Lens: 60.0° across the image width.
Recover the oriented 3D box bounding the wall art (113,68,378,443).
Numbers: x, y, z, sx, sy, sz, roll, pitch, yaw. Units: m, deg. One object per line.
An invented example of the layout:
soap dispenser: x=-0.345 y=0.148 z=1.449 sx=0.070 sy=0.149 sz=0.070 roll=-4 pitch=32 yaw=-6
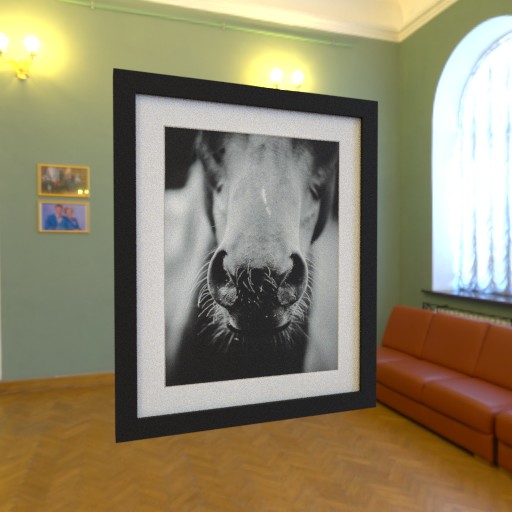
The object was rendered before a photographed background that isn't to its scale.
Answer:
wall art: x=0.000 y=0.000 z=0.750 sx=0.457 sy=0.559 sz=0.033 roll=0 pitch=1 yaw=-19
